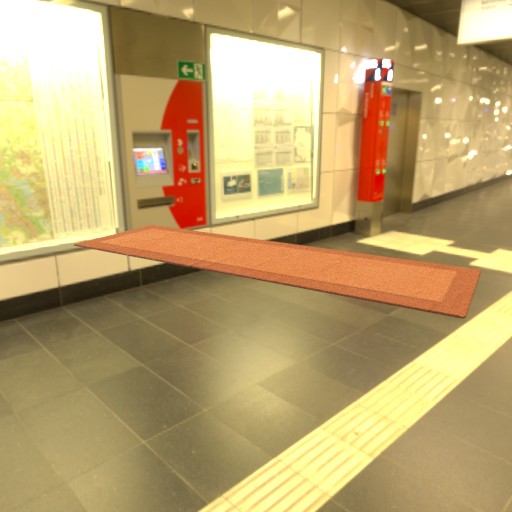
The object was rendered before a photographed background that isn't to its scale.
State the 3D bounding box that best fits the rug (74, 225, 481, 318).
[{"bbox_3d":[0.000,0.000,2.713,2.471,0.013,0.914,8,17,26],"label":"rug"}]
